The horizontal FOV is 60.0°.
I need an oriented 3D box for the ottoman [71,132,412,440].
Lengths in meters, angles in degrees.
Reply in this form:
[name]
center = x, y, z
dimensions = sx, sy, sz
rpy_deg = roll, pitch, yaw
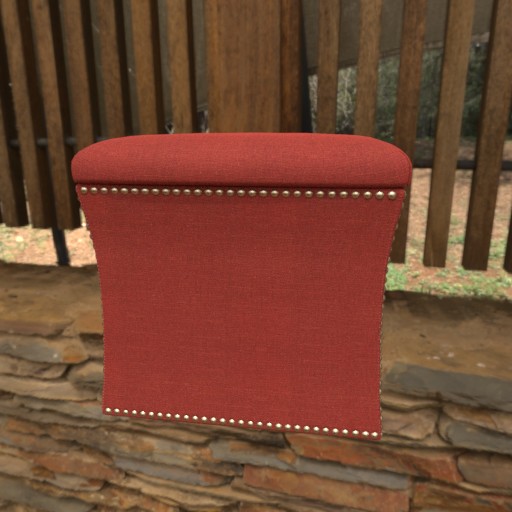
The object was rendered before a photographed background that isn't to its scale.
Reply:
[ottoman]
center = 0.000, 0.000, 0.886
dimensions = 0.497, 0.475, 0.507
rpy_deg = 2, 15, 8
